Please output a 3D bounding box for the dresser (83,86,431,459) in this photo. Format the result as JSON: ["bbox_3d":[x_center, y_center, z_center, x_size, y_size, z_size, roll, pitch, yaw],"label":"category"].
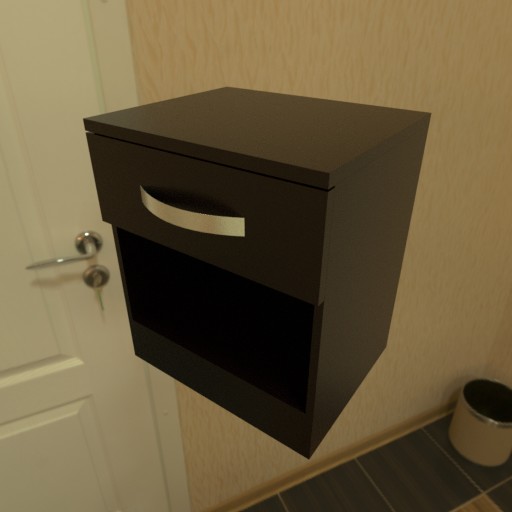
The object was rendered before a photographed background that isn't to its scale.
[{"bbox_3d":[0.000,0.000,0.768,0.400,0.470,0.360,20,36,30],"label":"dresser"}]
